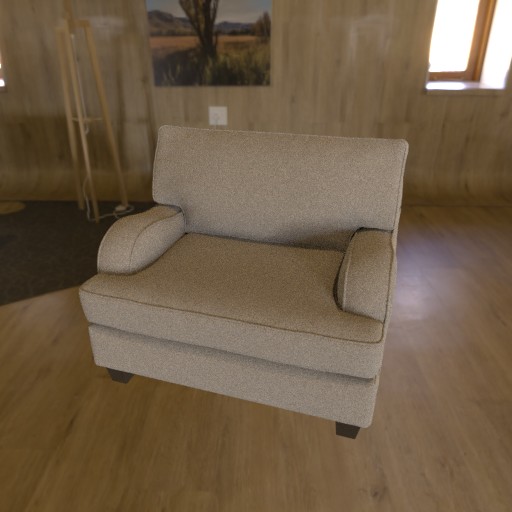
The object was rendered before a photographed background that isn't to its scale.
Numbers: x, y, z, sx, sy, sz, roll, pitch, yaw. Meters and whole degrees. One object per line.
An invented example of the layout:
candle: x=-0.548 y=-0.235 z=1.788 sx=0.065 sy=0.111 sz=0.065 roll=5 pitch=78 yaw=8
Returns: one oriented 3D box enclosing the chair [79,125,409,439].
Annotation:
chair: x=0.000 y=0.000 z=2.022 sx=1.220 sy=1.016 sz=1.040 roll=8 pitch=27 yaw=16
